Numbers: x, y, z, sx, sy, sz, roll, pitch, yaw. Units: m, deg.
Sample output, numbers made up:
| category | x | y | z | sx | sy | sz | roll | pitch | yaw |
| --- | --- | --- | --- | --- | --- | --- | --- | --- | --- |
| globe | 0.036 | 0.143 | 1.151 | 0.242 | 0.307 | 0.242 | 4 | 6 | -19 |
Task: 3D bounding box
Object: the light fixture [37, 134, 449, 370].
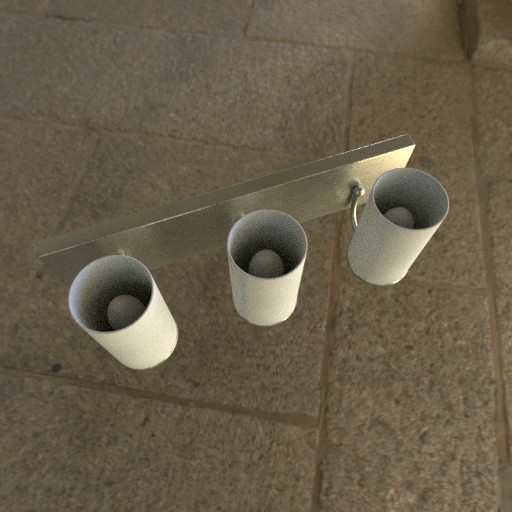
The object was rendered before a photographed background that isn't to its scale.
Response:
| category | x | y | z | sx | sy | sz | roll | pitch | yaw |
| --- | --- | --- | --- | --- | --- | --- | --- | --- | --- |
| light fixture | 0.000 | 0.000 | 0.525 | 0.451 | 0.172 | 0.145 | -18 | 64 | -9 |
